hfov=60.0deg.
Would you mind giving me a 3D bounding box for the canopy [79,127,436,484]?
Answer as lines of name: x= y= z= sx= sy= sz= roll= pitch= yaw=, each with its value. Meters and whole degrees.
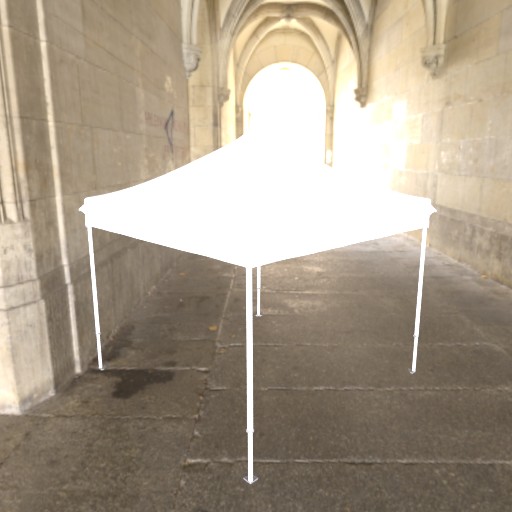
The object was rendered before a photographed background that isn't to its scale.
canopy: x=0.000 y=0.000 z=5.377 sx=2.994 sy=2.998 sz=2.996 roll=-12 pitch=17 yaw=-42
